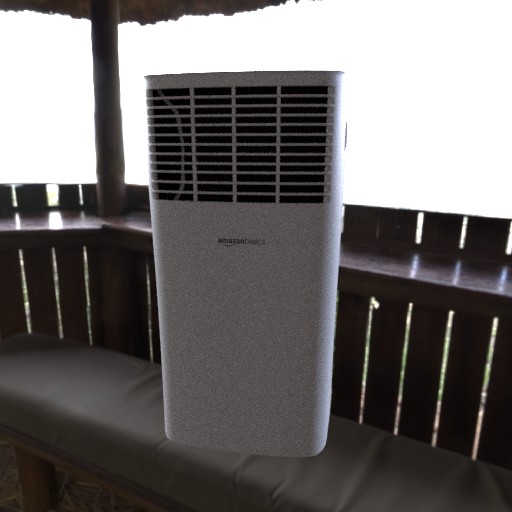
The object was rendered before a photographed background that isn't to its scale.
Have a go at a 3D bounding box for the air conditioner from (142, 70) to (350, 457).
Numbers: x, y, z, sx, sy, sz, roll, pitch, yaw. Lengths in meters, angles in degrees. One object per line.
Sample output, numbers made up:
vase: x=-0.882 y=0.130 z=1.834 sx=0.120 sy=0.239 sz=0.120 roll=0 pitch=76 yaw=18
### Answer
air conditioner: x=0.000 y=0.000 z=0.805 sx=0.304 sy=0.606 sz=0.349 roll=2 pitch=15 yaw=9
